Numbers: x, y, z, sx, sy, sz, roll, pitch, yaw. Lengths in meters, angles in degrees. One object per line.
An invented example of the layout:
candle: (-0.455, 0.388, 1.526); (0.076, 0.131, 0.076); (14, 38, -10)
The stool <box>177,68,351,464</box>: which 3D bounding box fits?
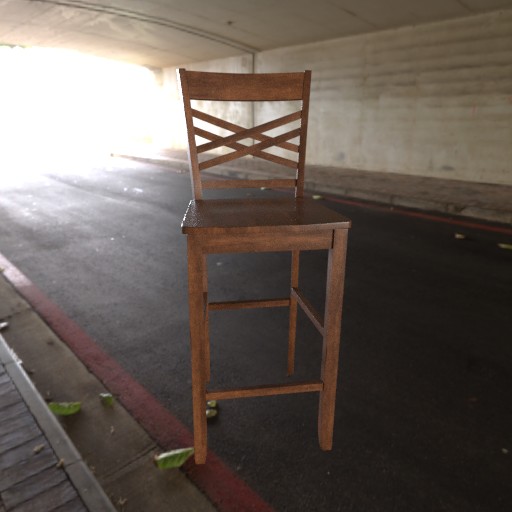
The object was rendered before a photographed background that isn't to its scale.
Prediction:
stool: (0.000, 0.000, 1.368); (0.433, 1.105, 0.487); (-3, 18, -8)
